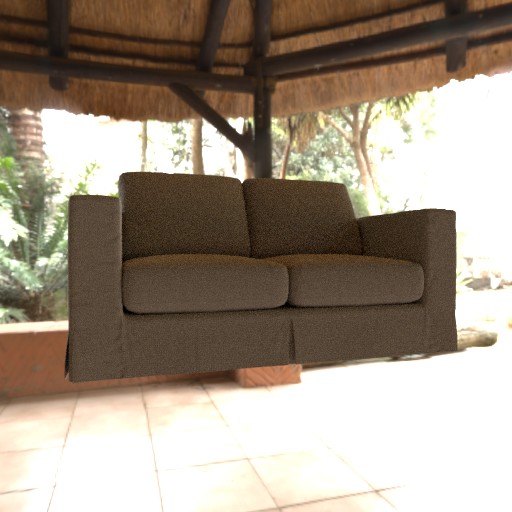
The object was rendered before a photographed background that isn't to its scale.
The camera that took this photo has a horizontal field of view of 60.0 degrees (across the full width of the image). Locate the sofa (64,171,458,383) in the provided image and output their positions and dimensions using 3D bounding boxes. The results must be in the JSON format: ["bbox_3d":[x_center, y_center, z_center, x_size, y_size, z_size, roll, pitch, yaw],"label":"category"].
[{"bbox_3d":[0.000,0.000,2.380,1.813,0.932,1.009,0,0,-18],"label":"sofa"}]
